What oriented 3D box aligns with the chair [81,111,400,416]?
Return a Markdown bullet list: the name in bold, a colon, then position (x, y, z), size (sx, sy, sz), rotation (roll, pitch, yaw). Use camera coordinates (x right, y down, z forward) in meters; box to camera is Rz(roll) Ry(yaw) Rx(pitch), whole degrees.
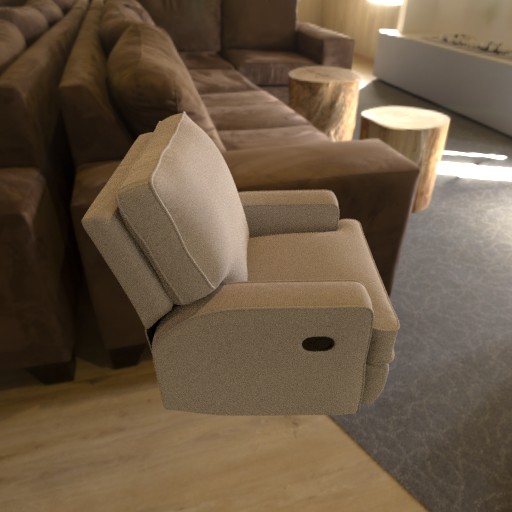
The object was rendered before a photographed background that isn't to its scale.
- **chair**: position (0.000, 0.000, 1.724), size (0.969, 0.964, 0.861), rotation (0, 33, 0)
